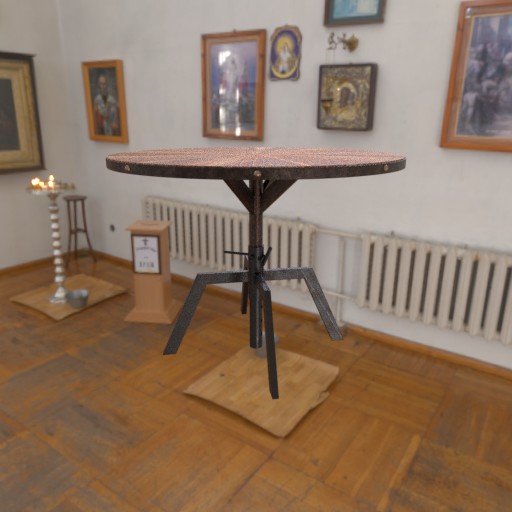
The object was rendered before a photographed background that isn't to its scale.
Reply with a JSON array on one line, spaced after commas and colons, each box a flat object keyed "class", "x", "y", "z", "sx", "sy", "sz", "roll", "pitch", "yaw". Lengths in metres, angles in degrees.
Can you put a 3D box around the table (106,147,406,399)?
[{"class": "table", "x": 0.000, "y": 0.000, "z": 1.463, "sx": 0.885, "sy": 0.658, "sz": 0.885, "roll": 0, "pitch": 16, "yaw": 0}]
